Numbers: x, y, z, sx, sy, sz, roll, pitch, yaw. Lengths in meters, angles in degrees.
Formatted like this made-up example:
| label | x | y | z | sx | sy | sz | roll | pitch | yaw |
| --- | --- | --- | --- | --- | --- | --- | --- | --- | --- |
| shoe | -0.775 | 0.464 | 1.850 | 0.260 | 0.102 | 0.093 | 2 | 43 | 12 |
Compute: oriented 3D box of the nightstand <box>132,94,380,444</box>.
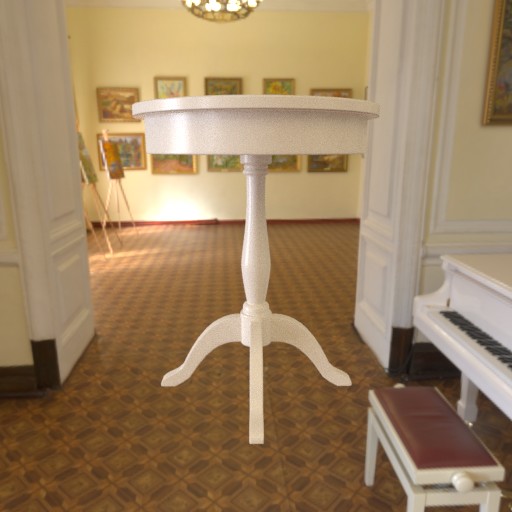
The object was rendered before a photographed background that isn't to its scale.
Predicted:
| label | x | y | z | sx | sy | sz | roll | pitch | yaw |
| --- | --- | --- | --- | --- | --- | --- | --- | --- | --- |
| nightstand | 0.000 | 0.000 | 1.026 | 0.513 | 0.653 | 0.513 | 2 | 14 | 9 |
